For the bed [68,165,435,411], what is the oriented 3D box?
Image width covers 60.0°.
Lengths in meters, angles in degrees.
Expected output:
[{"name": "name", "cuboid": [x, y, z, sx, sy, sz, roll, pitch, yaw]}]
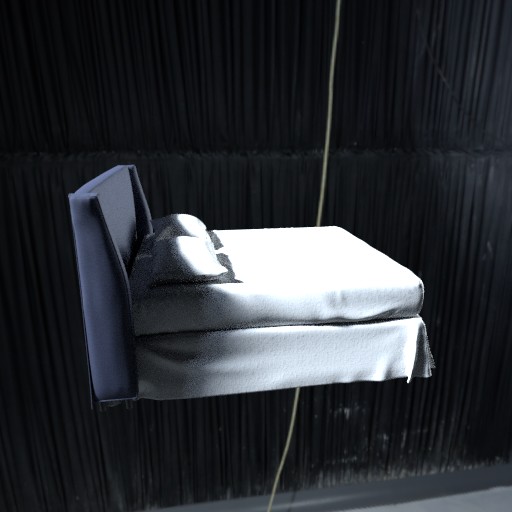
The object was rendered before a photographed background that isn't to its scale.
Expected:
[{"name": "bed", "cuboid": [0.000, 0.000, 3.514, 2.276, 1.332, 1.925, -3, 16, -9]}]
